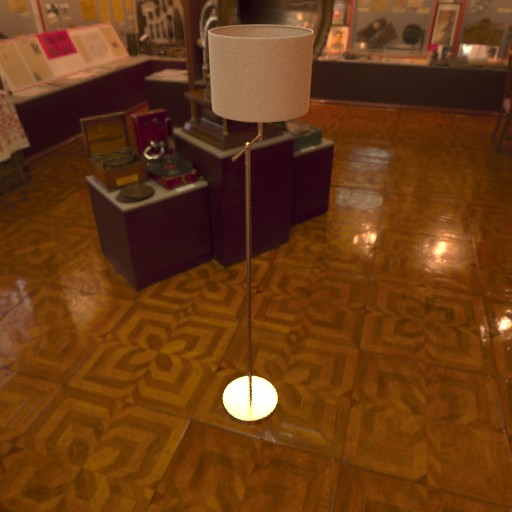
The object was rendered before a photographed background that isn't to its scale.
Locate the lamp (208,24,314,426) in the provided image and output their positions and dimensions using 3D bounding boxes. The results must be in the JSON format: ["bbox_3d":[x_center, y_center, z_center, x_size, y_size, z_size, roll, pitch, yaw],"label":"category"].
[{"bbox_3d":[0.000,0.000,1.764,0.324,1.600,0.416,11,35,16],"label":"lamp"}]
